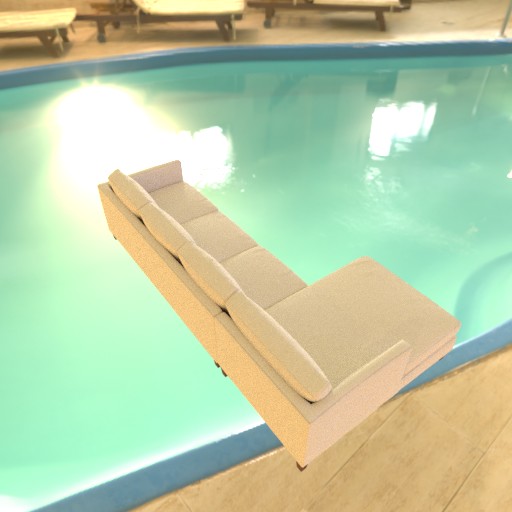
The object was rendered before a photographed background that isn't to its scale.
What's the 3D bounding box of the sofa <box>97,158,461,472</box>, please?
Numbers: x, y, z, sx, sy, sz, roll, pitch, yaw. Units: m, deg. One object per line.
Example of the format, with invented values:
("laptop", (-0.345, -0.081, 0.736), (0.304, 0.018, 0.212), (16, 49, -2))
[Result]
("sofa", (0.000, 0.000, 3.989), (1.625, 0.846, 3.186), (-26, 47, -27))
